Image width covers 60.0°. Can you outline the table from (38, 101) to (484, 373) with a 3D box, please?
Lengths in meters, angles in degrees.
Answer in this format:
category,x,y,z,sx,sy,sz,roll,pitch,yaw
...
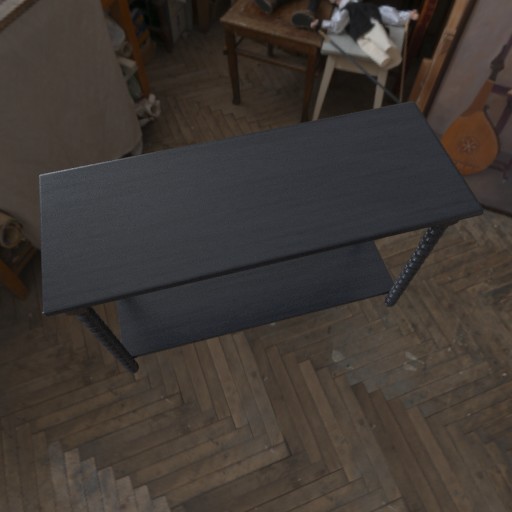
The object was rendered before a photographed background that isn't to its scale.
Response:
category,x,y,z,sx,sy,sz,roll,pitch,yaw
table,0.000,0.000,1.565,1.184,0.735,0.459,-13,61,-7
